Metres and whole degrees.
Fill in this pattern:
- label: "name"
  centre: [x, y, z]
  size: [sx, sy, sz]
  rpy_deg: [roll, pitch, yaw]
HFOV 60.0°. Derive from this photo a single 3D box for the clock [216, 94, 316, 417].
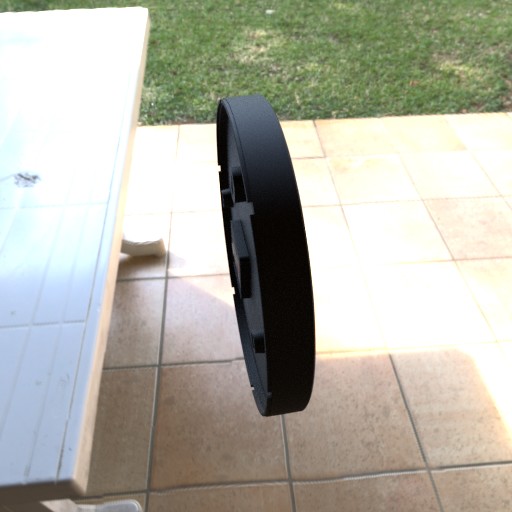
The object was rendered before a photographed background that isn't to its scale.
- label: "clock"
  centre: [0.000, 0.000, 0.430]
  size: [0.040, 0.293, 0.293]
  rpy_deg: [-8, 47, -7]
